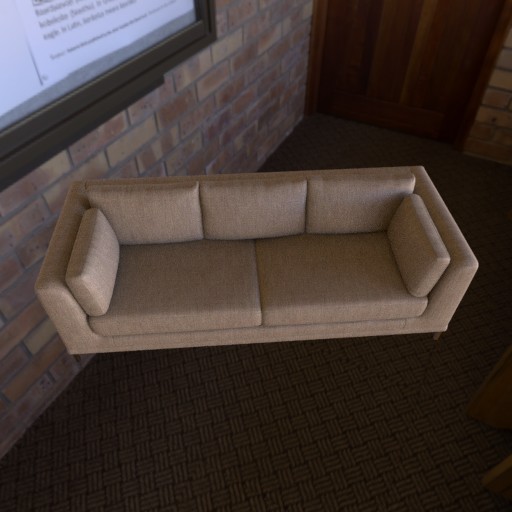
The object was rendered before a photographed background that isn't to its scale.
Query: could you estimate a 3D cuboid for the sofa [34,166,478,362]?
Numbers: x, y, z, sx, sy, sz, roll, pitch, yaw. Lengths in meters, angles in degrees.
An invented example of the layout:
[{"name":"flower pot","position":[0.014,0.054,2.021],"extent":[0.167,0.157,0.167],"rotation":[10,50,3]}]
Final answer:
[{"name":"sofa","position":[0.000,0.000,2.923],"extent":[2.415,0.867,0.969],"rotation":[-3,46,-3]}]
